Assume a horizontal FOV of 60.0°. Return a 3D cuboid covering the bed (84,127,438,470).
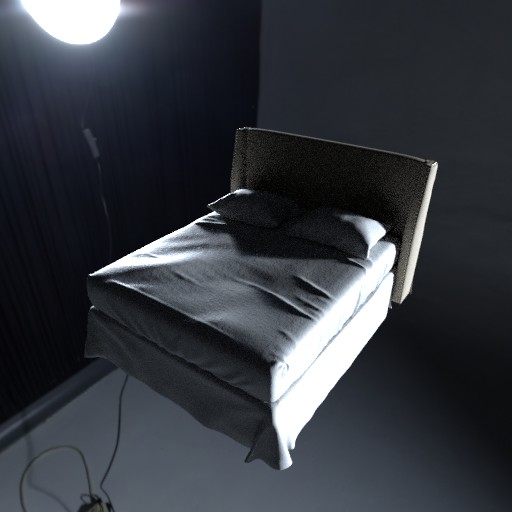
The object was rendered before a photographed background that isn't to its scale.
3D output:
[{"bbox_3d":[0.000,0.000,3.478,1.925,1.332,2.276,20,35,30],"label":"bed"}]
